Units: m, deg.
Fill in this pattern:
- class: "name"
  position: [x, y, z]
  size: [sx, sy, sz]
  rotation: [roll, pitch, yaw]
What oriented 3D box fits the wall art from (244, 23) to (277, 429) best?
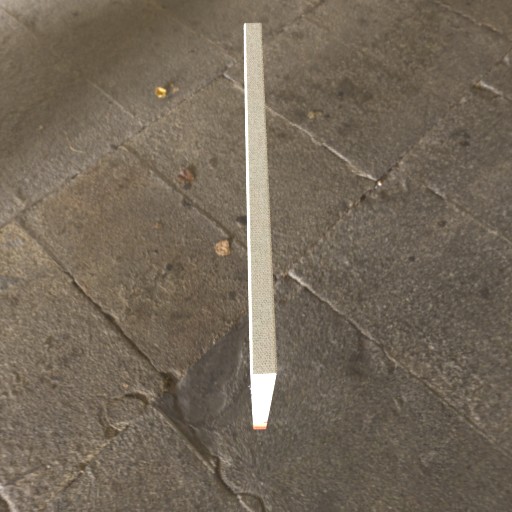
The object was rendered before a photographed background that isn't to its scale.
- class: "wall art"
  position: [0.000, 0.000, 1.139]
  size: [0.042, 0.760, 0.760]
  rotation: [-1, 63, -1]
